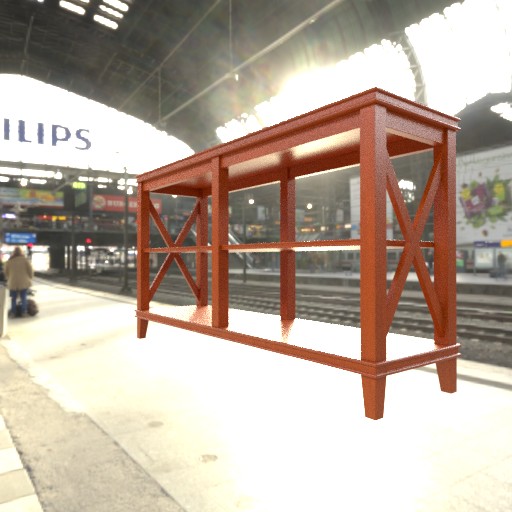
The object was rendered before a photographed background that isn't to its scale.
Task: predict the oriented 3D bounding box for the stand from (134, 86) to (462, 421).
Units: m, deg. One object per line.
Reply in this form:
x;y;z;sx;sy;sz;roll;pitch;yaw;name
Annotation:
0.000;0.000;1.658;0.381;0.762;1.372;0;-1;-38;stand
